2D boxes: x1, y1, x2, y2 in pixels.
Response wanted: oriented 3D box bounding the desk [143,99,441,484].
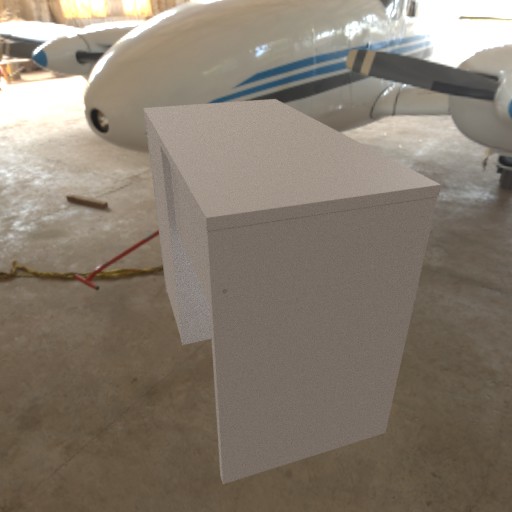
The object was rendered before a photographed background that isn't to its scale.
[{"bbox_3d":[0.000,0.000,1.350,0.482,0.730,0.898,-10,32,-16],"label":"desk"}]
